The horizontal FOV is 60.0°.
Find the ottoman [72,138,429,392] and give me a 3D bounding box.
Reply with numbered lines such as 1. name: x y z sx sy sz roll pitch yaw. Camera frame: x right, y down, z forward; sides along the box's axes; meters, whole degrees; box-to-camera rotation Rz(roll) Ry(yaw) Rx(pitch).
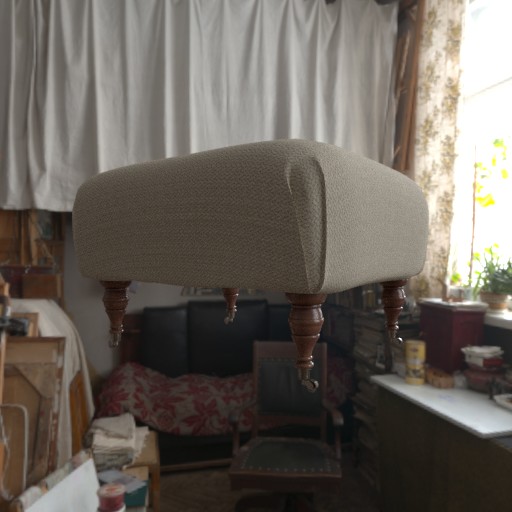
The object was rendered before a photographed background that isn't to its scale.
1. ottoman: 0.000 0.000 1.072 0.684 0.447 0.622 1 1 36
